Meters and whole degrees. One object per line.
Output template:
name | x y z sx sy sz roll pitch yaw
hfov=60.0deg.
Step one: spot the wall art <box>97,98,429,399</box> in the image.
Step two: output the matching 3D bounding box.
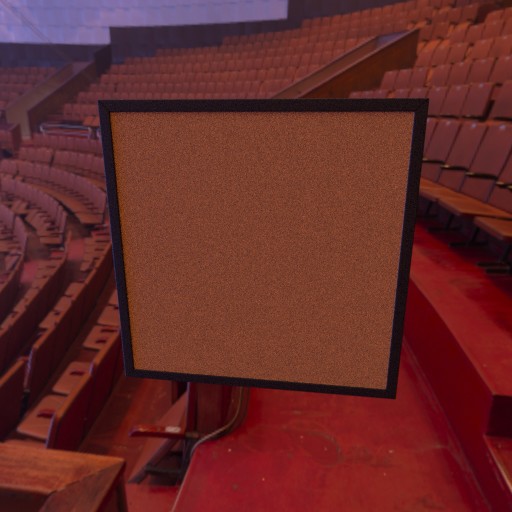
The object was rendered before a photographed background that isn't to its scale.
wall art | 0.000 0.000 1.142 0.763 0.763 0.037 2 18 8
